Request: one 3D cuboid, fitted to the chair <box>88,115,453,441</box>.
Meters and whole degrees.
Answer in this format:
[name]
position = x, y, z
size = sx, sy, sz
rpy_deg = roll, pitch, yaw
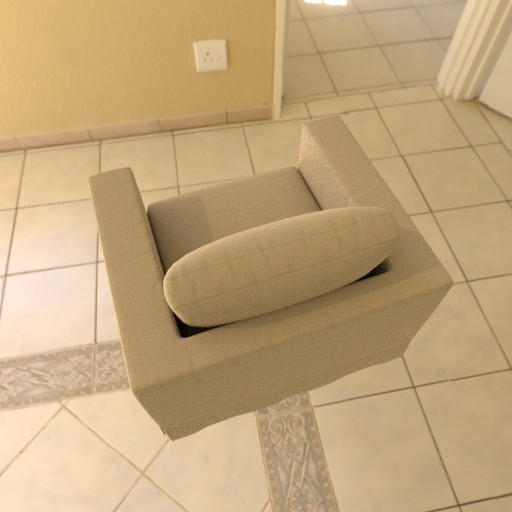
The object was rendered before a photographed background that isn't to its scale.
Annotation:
[chair]
position = 0.000, 0.000, 1.813
size = 1.150, 0.878, 0.957
rpy_deg = -17, 58, -11
